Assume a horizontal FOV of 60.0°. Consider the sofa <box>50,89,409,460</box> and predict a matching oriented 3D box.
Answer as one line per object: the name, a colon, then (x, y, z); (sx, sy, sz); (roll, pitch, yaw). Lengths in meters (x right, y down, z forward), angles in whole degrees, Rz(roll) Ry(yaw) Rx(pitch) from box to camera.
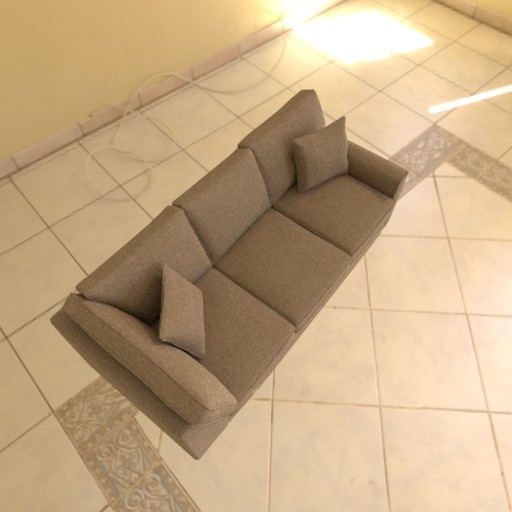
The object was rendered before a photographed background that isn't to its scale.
sofa: (0.000, 0.000, 2.932); (1.061, 0.962, 2.317); (34, 63, 20)
